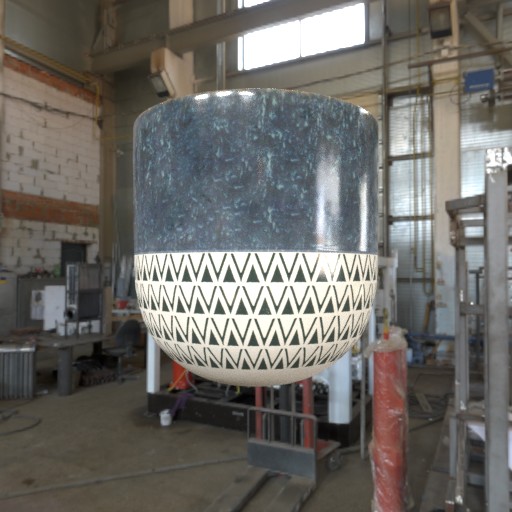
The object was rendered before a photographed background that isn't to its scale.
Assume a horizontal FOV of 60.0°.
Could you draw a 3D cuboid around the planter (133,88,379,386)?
[{"bbox_3d":[0.000,0.000,0.494,0.266,0.270,0.266,0,-2,0],"label":"planter"}]
